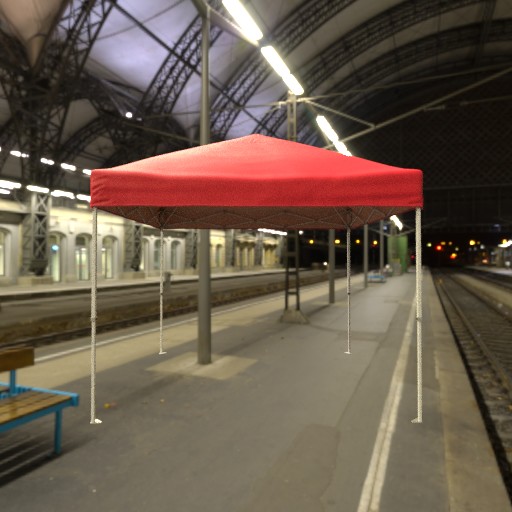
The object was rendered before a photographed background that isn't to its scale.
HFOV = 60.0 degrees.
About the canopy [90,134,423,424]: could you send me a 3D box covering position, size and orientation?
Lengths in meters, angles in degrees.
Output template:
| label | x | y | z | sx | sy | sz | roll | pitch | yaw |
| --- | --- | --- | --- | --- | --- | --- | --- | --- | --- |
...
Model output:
| label | x | y | z | sx | sy | sz | roll | pitch | yaw |
| --- | --- | --- | --- | --- | --- | --- | --- | --- | --- |
| canopy | 0.000 | 0.000 | 5.435 | 2.996 | 2.997 | 2.998 | 0 | 0 | 0 |
